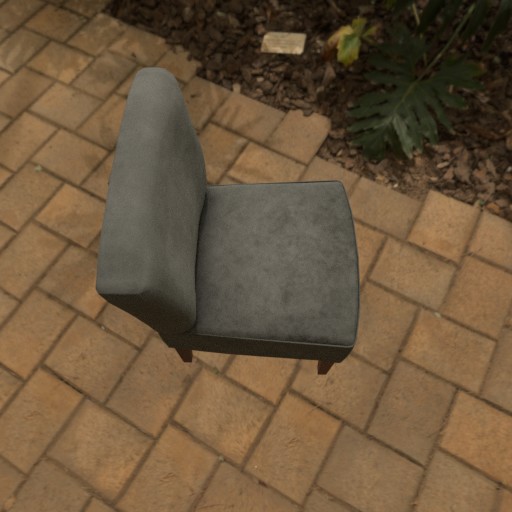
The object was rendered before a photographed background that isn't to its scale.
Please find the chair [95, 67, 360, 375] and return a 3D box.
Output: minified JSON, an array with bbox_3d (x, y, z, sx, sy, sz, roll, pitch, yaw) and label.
[{"bbox_3d":[0.000,0.000,1.194,0.554,0.806,0.521,1,65,0],"label":"chair"}]
